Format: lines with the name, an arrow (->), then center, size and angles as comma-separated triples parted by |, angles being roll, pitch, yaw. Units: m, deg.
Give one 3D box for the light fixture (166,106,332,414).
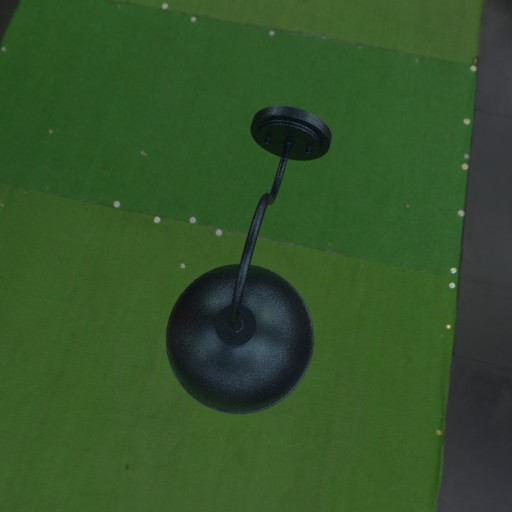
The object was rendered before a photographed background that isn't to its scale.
light fixture -> 0.000, 0.000, 0.650 | 0.253, 0.295, 0.467 | 14, 75, 4
